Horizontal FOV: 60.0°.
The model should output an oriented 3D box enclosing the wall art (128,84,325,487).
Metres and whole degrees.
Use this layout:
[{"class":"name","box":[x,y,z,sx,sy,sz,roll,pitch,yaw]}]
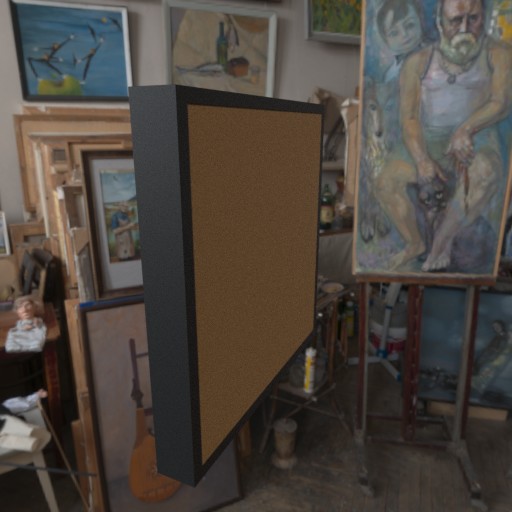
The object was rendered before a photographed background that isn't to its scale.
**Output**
[{"class":"wall art","box":[0.000,0.000,0.452,0.038,0.304,0.304,8,18,25]}]
